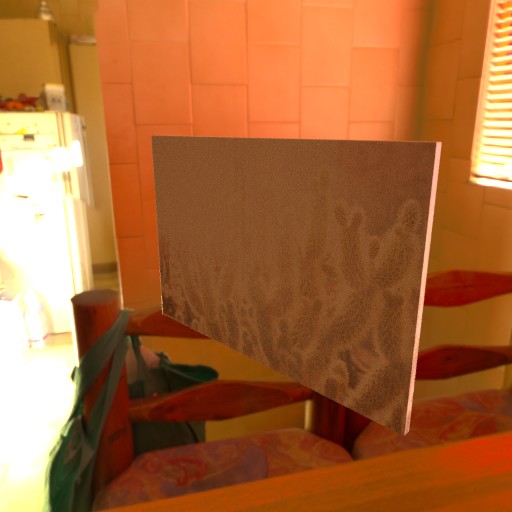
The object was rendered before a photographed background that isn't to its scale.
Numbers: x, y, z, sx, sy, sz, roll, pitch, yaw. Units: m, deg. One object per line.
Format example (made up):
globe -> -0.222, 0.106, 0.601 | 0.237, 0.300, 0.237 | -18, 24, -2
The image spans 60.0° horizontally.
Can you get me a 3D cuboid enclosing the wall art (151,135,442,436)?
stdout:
wall art -> 0.000, 0.000, 1.962 | 0.038, 1.012, 1.525 | -16, 22, -43
